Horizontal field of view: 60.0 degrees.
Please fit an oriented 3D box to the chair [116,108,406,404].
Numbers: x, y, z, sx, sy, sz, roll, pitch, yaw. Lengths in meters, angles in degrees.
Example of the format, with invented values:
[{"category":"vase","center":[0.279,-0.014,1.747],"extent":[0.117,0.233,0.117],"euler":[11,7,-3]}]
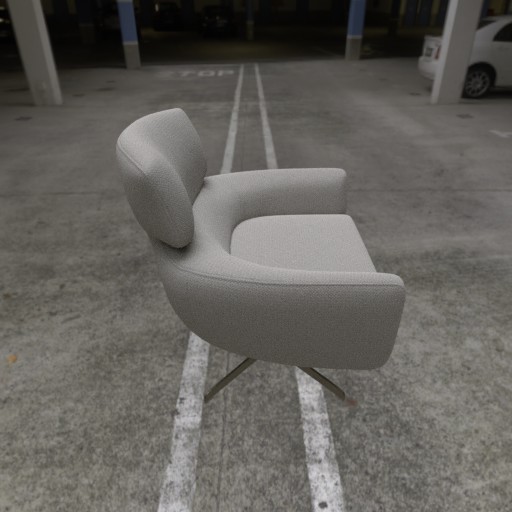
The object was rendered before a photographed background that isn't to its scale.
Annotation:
[{"category":"chair","center":[0.000,0.000,1.389],"extent":[0.730,0.810,0.760],"euler":[-1,32,-1]}]
